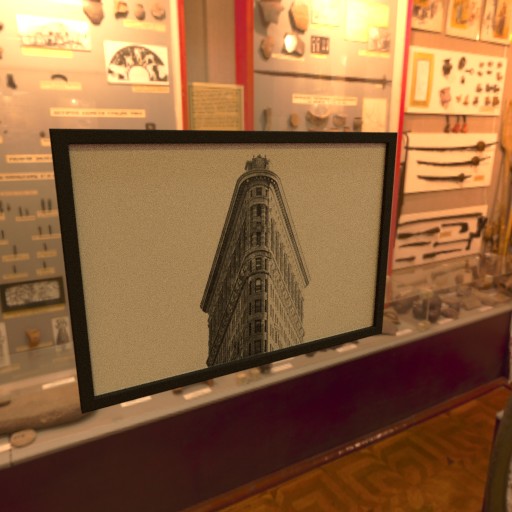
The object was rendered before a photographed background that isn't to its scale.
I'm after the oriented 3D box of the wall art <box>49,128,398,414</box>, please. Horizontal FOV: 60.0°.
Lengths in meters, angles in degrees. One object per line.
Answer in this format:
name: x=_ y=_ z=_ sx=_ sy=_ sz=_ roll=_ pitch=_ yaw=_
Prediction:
wall art: x=0.000 y=0.000 z=1.207 sx=0.958 sy=0.656 sz=0.026 roll=-8 pitch=17 yaw=-27
